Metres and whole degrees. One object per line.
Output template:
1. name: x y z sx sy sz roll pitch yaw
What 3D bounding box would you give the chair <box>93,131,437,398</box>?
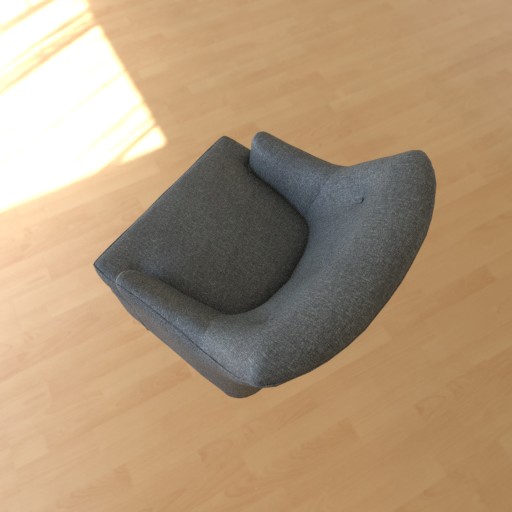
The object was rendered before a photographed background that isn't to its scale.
1. chair: 0.000 0.000 1.590 0.923 0.856 0.864 33 67 16
